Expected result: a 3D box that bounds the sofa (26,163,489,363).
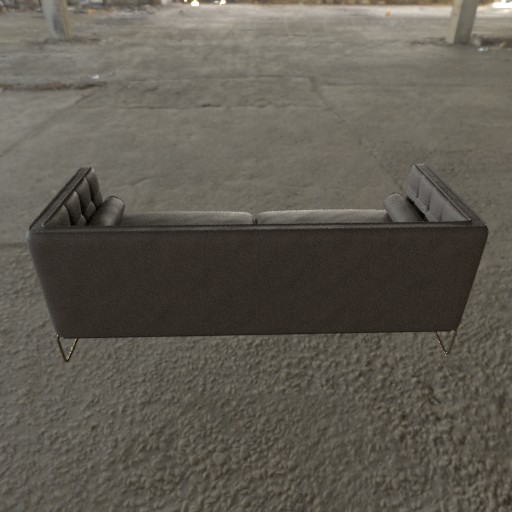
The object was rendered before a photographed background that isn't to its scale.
[{"bbox_3d":[0.000,0.000,2.488,2.087,0.789,0.867,-1,32,-1],"label":"sofa"}]
